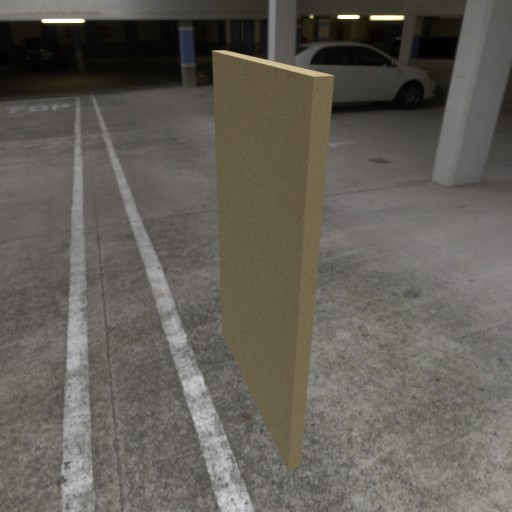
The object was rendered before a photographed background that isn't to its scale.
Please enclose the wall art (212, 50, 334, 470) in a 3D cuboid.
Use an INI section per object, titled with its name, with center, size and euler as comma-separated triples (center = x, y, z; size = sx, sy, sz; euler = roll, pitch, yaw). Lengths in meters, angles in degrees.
[wall art]
center = 0.000, 0.000, 0.999
size = 0.039, 0.810, 0.510
euler = -10, 30, -18
